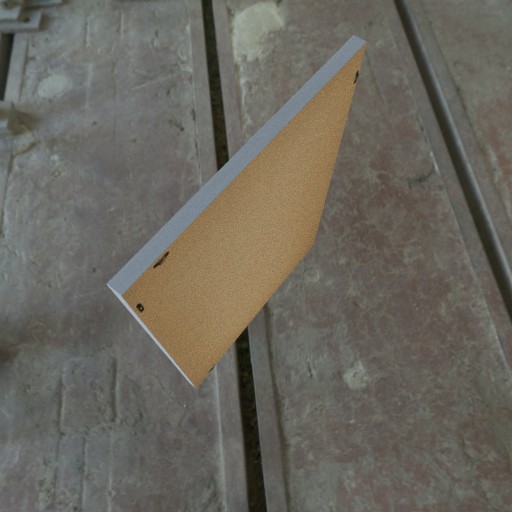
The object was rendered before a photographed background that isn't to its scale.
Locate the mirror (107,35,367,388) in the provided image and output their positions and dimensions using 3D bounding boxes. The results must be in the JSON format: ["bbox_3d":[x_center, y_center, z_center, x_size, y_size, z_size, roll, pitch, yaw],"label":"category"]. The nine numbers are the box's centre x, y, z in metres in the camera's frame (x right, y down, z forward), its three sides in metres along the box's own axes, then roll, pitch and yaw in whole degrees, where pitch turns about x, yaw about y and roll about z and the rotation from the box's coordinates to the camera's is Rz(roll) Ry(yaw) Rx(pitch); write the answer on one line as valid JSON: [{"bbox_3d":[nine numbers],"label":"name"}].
[{"bbox_3d":[0.000,0.000,1.325,0.040,1.016,0.762,35,70,15],"label":"mirror"}]
